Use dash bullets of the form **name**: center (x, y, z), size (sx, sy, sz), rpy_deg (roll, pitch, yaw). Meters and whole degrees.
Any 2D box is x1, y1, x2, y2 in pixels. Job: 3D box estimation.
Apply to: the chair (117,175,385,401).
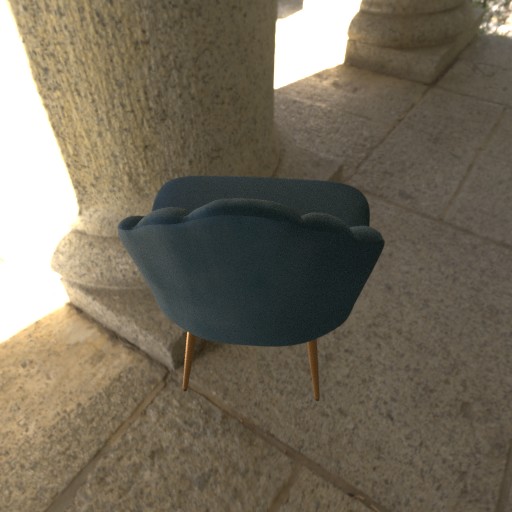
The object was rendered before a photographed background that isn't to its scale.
- **chair**: center (0.000, 0.000, 1.261), size (0.657, 0.819, 0.599), rpy_deg (3, 45, 3)
